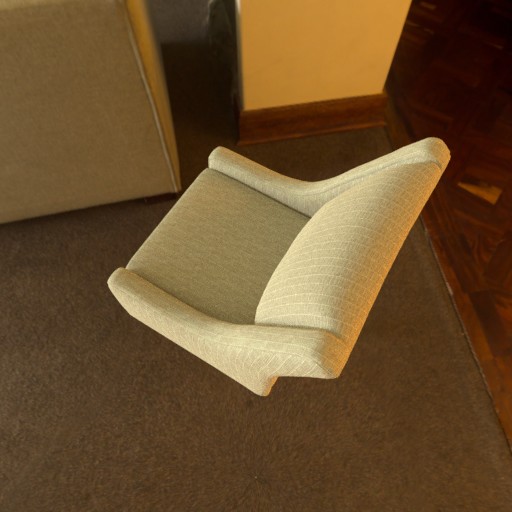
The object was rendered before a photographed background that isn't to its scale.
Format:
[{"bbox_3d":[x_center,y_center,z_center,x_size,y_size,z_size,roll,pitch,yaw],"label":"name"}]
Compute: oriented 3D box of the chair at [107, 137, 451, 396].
[{"bbox_3d":[0.000,0.000,1.646,0.870,1.014,0.774,28,67,13],"label":"chair"}]
